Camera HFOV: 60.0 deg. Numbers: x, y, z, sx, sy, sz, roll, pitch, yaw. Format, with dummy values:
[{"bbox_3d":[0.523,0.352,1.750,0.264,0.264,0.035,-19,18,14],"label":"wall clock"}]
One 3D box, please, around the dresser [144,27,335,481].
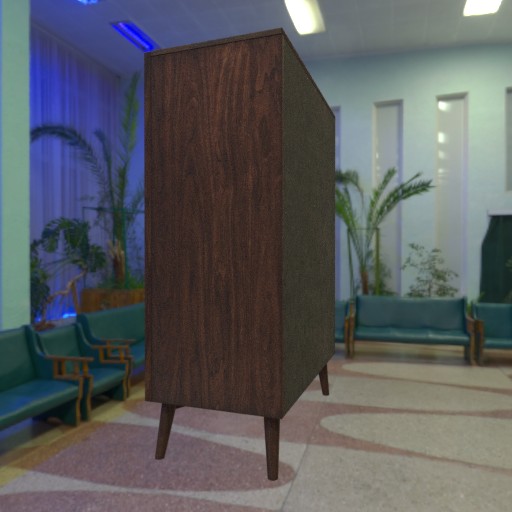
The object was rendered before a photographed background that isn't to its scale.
[{"bbox_3d":[0.000,0.000,1.837,0.498,1.365,0.919,0,1,20],"label":"dresser"}]
